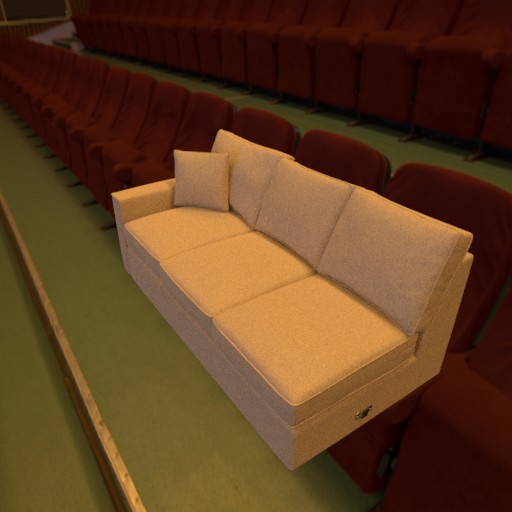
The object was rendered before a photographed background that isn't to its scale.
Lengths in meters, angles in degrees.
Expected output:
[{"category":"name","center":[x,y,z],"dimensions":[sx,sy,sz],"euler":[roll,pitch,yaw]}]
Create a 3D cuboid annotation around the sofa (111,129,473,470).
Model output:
[{"category":"sofa","center":[0.000,0.000,2.535],"dimensions":[1.034,0.946,1.962],"euler":[-19,36,-29]}]
